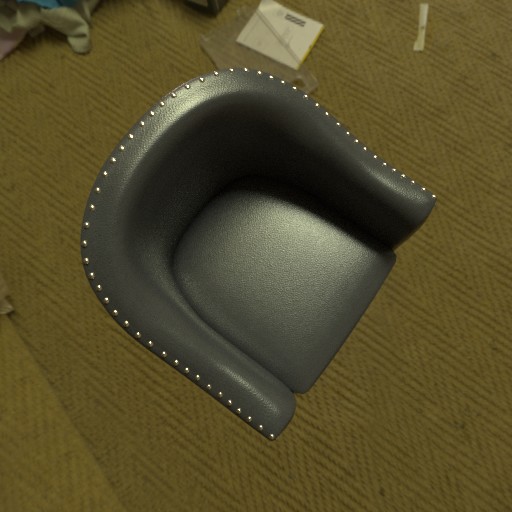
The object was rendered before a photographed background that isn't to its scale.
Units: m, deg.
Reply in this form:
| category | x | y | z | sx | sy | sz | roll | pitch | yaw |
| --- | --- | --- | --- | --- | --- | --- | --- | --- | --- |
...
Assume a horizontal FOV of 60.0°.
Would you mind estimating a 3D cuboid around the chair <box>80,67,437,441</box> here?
| category | x | y | z | sx | sy | sz | roll | pitch | yaw |
| --- | --- | --- | --- | --- | --- | --- | --- | --- | --- |
| chair | 0.000 | 0.000 | 1.401 | 0.748 | 0.823 | 0.794 | 35 | 79 | 8 |
